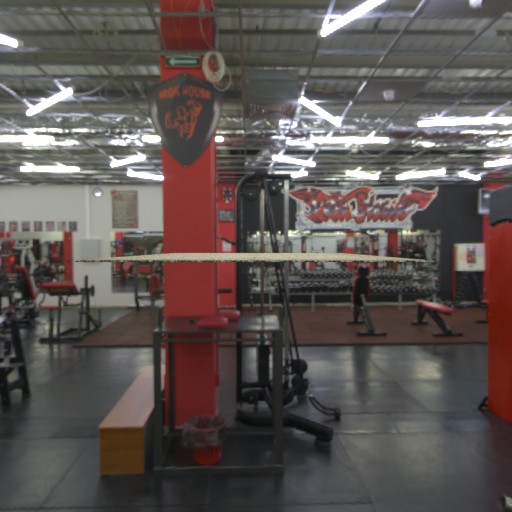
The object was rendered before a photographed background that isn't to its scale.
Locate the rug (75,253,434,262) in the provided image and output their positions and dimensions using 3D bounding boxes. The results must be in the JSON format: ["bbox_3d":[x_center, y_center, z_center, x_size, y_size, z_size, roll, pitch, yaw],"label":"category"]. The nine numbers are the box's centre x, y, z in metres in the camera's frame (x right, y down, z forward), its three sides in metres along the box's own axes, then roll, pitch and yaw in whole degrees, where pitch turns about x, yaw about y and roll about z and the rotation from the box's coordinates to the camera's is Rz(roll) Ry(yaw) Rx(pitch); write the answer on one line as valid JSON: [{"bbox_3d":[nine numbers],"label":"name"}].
[{"bbox_3d":[0.000,0.000,2.407,1.247,0.008,1.802,0,1,1],"label":"rug"}]
